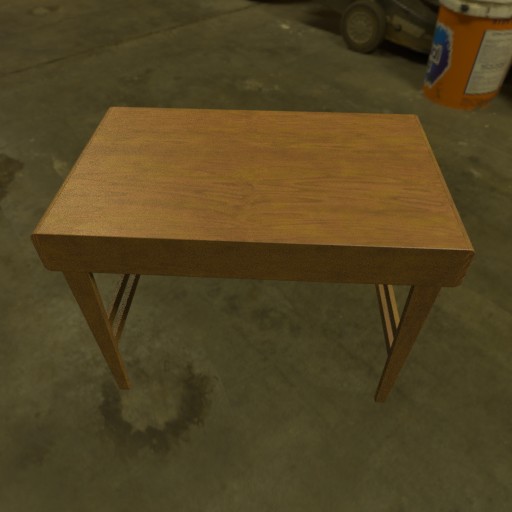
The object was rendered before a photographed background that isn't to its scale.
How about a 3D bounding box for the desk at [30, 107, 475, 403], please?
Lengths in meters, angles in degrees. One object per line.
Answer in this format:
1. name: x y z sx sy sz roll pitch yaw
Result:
1. desk: 0.000 0.000 1.549 1.066 0.754 0.660 2 45 2
